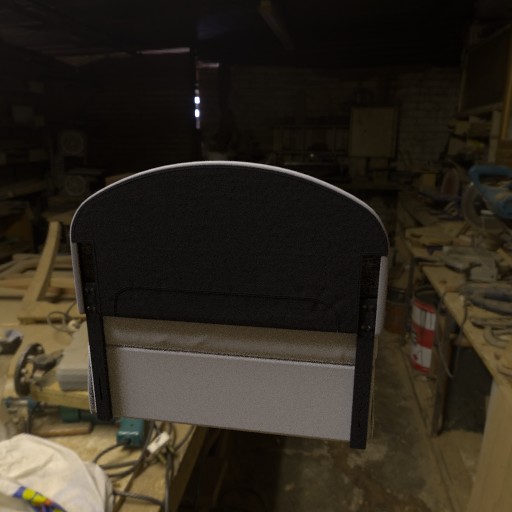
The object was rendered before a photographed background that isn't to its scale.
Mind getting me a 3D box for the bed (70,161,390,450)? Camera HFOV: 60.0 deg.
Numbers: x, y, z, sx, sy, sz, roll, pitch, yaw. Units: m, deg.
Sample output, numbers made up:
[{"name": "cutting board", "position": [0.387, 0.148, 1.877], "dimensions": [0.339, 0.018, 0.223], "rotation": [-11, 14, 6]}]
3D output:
[{"name": "bed", "position": [0.000, 0.000, 3.089], "dimensions": [1.607, 1.410, 2.005], "rotation": [3, 16, 9]}]
